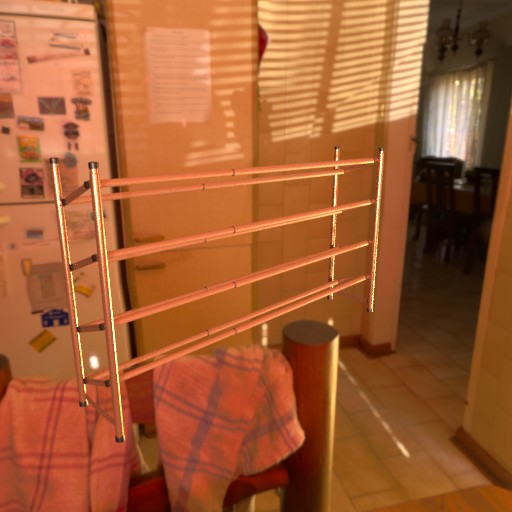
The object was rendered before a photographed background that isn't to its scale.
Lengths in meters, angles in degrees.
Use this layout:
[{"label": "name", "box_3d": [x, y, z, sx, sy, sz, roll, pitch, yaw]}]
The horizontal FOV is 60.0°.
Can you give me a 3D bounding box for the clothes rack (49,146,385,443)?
[{"label": "clothes rack", "box_3d": [0.000, 0.000, 1.458, 1.168, 0.672, 0.229, -15, 22, -43]}]
